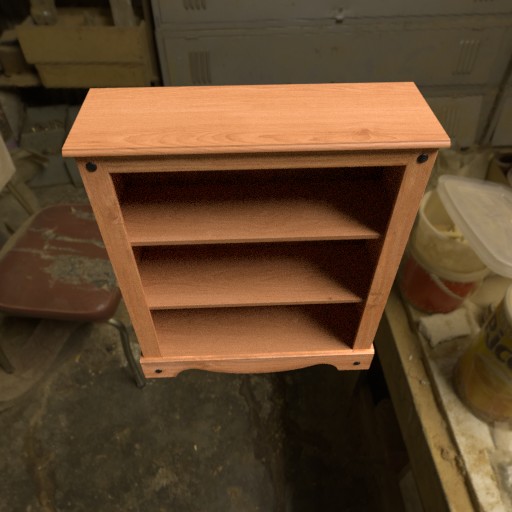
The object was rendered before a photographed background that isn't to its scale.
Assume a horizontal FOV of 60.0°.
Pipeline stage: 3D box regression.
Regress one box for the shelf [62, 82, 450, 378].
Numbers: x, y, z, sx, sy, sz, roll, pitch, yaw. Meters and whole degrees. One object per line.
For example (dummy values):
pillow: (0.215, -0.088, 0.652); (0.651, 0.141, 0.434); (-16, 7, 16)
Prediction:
shelf: (0.000, 0.000, 1.405); (0.840, 0.980, 0.291); (-2, 46, -2)
